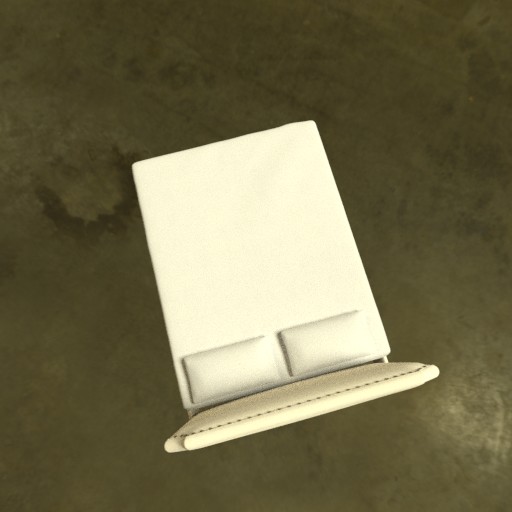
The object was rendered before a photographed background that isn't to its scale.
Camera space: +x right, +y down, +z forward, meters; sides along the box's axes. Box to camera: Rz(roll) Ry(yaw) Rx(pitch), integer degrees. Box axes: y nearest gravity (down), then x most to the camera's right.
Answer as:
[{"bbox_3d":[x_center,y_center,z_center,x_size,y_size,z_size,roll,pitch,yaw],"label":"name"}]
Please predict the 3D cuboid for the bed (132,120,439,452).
[{"bbox_3d":[0.000,0.000,3.499,1.712,1.497,2.372,-15,77,-4],"label":"bed"}]
